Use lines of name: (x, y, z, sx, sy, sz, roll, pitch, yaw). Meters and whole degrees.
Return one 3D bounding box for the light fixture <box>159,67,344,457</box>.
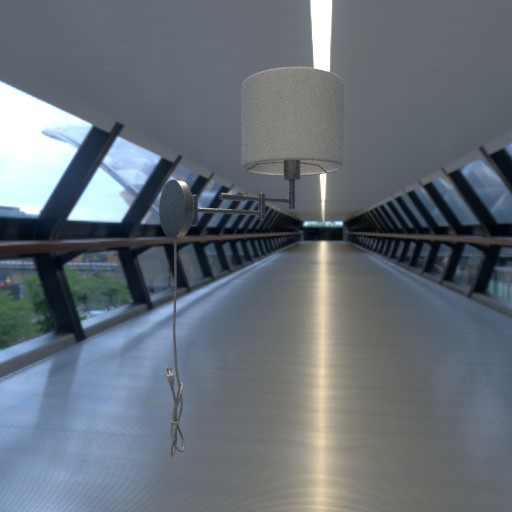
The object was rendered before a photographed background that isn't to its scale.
light fixture: (0.000, 0.000, 1.052, 0.479, 0.842, 0.253, -1, 2, -37)
